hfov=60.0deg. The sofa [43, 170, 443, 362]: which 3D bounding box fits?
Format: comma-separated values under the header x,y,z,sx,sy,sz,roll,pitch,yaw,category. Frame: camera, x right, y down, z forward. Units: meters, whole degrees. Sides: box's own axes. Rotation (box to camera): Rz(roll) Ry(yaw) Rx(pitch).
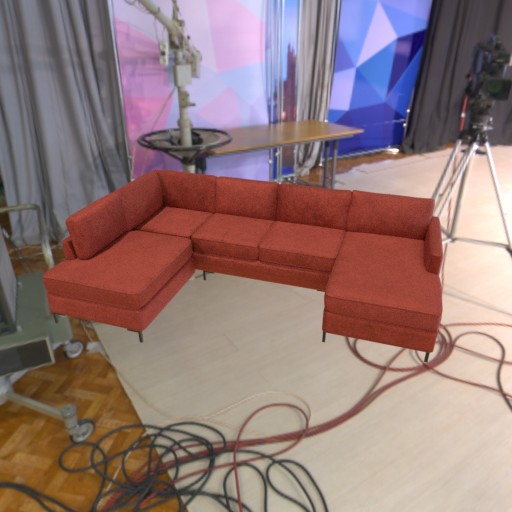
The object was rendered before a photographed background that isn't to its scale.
x,y,z,sx,sy,sz,roll,pitch,yaw,category
0.000,0.000,4.375,3.434,0.992,2.055,9,30,16,sofa
